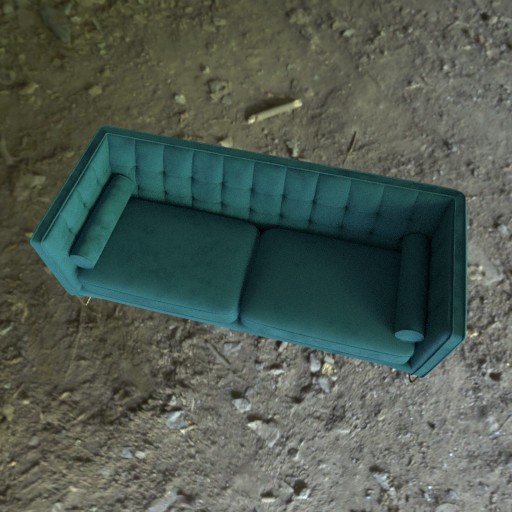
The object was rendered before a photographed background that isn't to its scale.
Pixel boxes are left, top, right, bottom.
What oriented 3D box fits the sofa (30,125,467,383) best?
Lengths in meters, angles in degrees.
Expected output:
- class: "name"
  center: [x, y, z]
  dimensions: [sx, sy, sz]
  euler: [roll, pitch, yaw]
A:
- class: "sofa"
  center: [0.000, 0.000, 2.541]
  dimensions: [2.087, 0.789, 0.867]
  euler: [12, 59, 7]
